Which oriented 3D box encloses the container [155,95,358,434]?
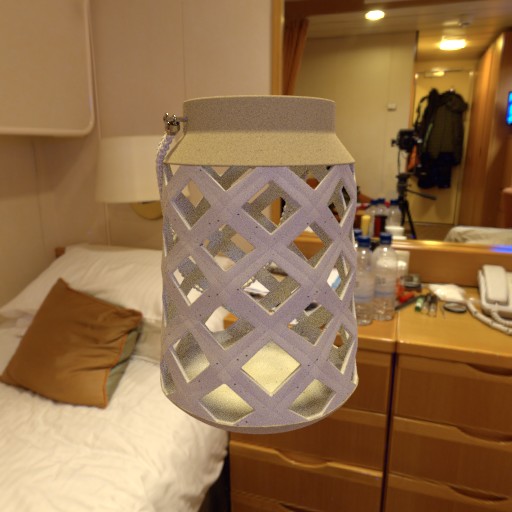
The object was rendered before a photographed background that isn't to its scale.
[{"bbox_3d":[0.000,0.000,0.404,0.188,0.264,0.198,-8,16,-28],"label":"container"}]
